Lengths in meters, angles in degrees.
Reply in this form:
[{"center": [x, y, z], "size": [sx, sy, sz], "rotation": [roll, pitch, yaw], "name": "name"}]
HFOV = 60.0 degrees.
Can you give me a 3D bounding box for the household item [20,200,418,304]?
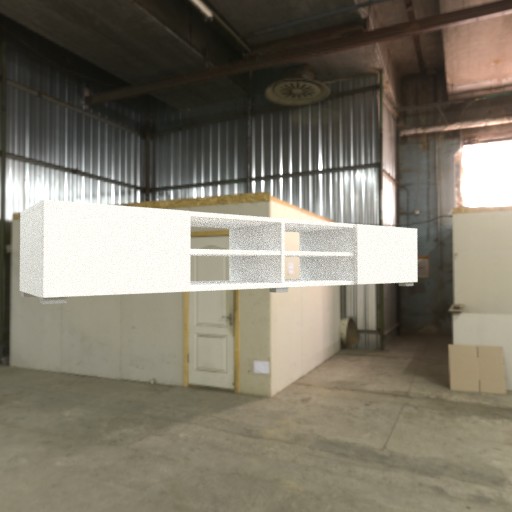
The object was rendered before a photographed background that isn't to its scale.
[{"center": [0.000, 0.000, 2.012], "size": [1.850, 0.310, 0.420], "rotation": [1, -1, -36], "name": "household item"}]
